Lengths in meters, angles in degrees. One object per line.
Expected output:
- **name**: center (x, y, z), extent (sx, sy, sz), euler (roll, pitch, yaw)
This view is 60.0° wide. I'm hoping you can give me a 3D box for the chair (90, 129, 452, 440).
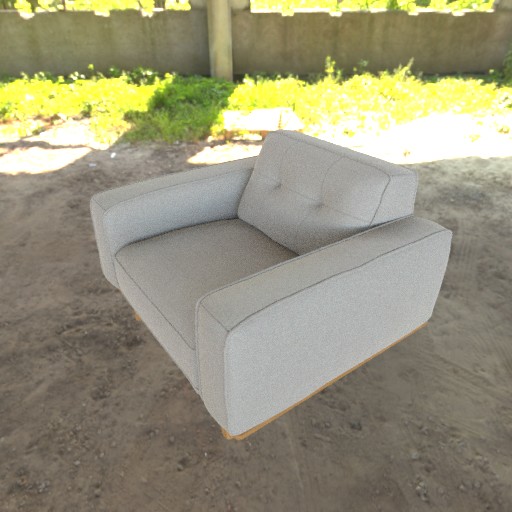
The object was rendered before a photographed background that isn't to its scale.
- **chair**: center (0.000, 0.000, 1.769), extent (0.953, 0.779, 1.115), euler (-20, 36, -30)
